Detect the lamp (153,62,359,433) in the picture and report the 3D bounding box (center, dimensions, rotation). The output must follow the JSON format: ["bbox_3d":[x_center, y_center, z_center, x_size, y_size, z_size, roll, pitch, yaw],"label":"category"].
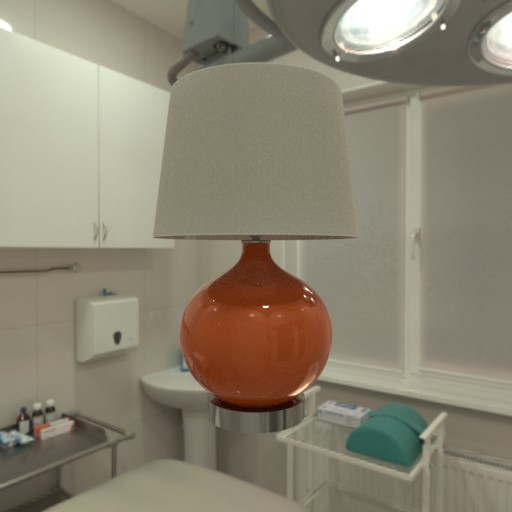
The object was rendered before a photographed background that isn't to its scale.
[{"bbox_3d":[0.000,0.000,0.543,0.247,0.387,0.247,0,1,0],"label":"lamp"}]
